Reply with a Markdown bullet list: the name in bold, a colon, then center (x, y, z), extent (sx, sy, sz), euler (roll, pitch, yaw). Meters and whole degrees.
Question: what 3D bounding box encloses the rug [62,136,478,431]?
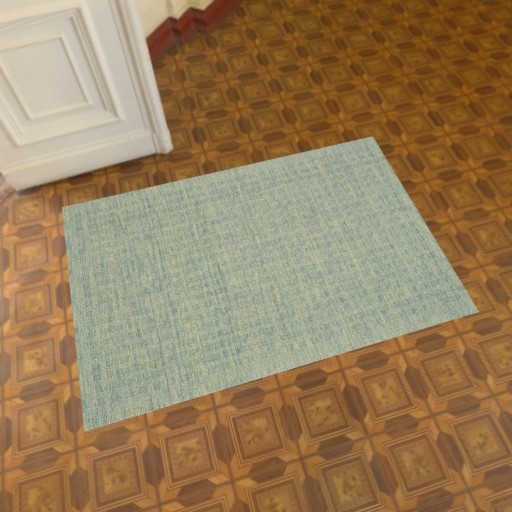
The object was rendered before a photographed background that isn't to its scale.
- **rug**: center (0.000, 0.000, 2.149), extent (1.752, 0.006, 1.142), euler (-15, 60, -9)
